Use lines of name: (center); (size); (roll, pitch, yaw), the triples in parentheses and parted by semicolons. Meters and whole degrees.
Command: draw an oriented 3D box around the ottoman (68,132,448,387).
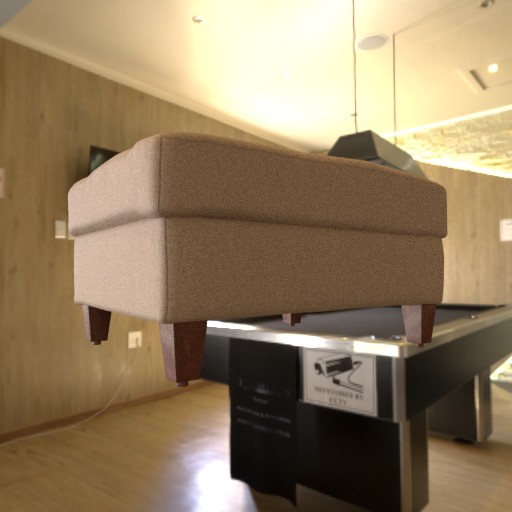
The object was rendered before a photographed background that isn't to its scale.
ottoman: (0.000, 0.000, 1.275); (0.902, 0.511, 0.692); (1, -2, -35)
